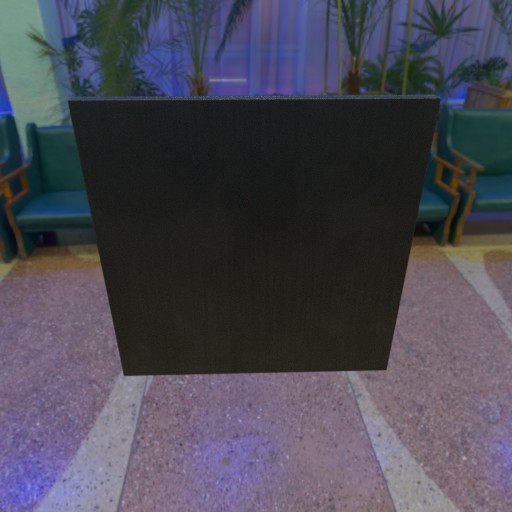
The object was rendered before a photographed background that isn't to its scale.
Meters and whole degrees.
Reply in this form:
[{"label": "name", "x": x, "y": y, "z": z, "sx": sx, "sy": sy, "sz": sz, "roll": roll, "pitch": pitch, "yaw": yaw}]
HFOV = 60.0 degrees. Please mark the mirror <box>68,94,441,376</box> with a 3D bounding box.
[{"label": "mirror", "x": 0.000, "y": 0.000, "z": 0.555, "sx": 0.382, "sy": 0.381, "sz": 0.020, "roll": -1, "pitch": 30, "yaw": -1}]
